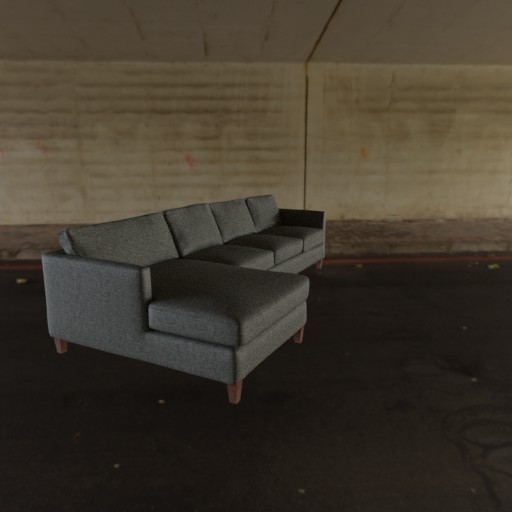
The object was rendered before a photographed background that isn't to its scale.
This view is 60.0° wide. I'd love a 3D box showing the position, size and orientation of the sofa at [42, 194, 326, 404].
[{"bbox_3d":[0.000,0.000,4.260,1.635,0.960,3.485,6,14,27],"label":"sofa"}]
